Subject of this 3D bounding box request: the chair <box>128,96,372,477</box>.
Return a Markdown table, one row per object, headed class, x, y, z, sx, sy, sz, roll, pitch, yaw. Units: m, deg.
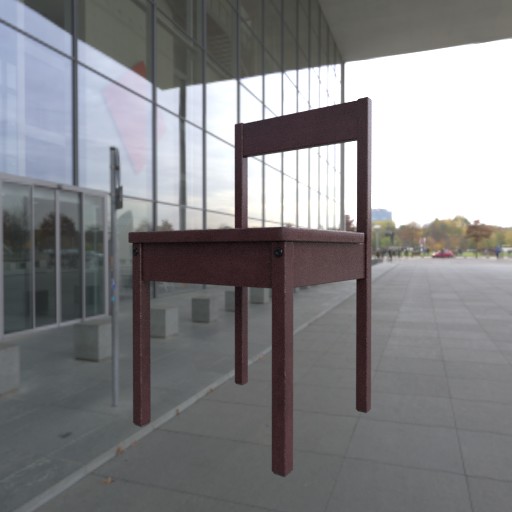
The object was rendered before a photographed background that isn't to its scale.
| class | x | y | z | sx | sy | sz | roll | pitch | yaw |
| --- | --- | --- | --- | --- | --- | --- | --- | --- | --- |
| chair | 0.000 | 0.000 | 0.909 | 0.367 | 0.668 | 0.361 | 1 | 1 | 36 |
